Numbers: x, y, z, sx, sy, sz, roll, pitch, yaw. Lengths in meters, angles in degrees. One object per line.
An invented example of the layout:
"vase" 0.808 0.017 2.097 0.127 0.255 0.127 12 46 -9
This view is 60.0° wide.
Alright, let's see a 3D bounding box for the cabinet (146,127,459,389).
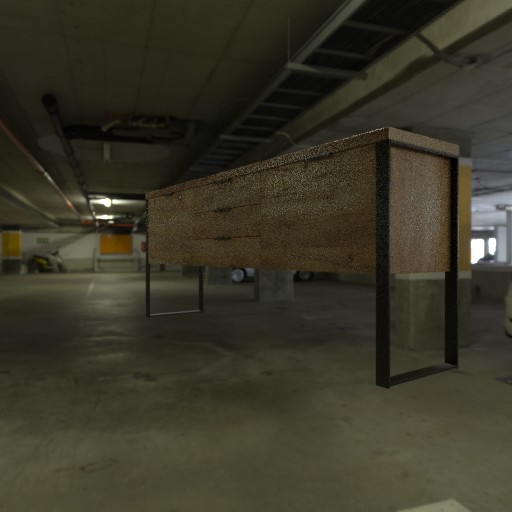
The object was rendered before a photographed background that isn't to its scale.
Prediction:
"cabinet" 0.000 0.000 2.122 0.395 0.762 1.800 0 1 -36
